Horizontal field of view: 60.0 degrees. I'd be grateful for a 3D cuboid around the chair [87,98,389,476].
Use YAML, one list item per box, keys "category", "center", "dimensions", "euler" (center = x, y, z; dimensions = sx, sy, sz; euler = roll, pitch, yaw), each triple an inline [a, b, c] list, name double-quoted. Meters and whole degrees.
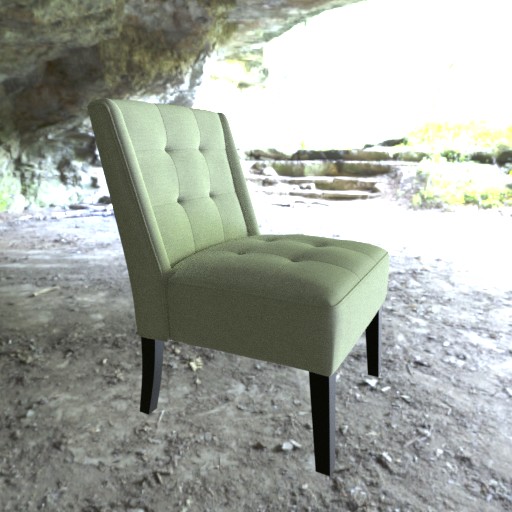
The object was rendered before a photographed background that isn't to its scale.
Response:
- category: "chair"
  center: [0.000, 0.000, 1.281]
  dimensions: [0.676, 0.853, 0.569]
  euler: [7, 16, 26]
